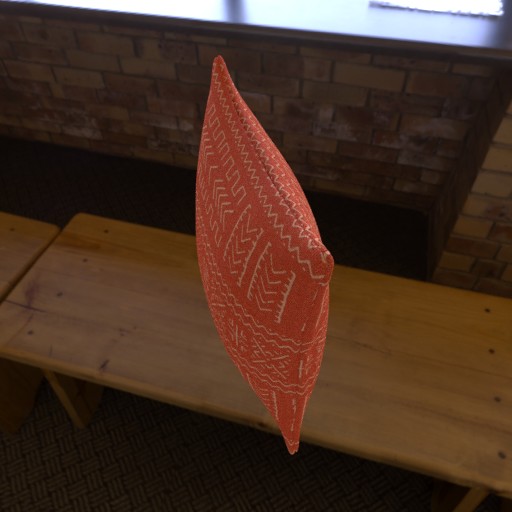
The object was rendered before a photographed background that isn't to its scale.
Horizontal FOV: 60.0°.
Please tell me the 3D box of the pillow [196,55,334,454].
[{"bbox_3d":[0.000,0.000,0.657,0.164,0.429,0.438,-12,48,-11],"label":"pillow"}]
